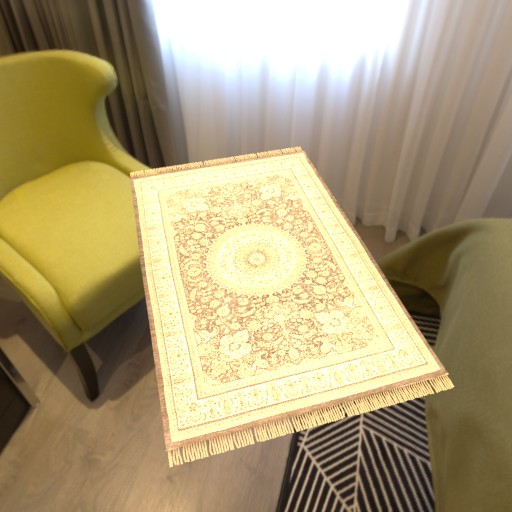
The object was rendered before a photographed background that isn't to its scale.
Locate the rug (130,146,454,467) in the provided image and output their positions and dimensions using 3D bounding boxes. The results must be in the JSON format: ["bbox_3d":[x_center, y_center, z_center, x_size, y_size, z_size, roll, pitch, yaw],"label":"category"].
[{"bbox_3d":[0.000,0.000,4.239,2.143,0.015,3.422,-11,47,-11],"label":"rug"}]
